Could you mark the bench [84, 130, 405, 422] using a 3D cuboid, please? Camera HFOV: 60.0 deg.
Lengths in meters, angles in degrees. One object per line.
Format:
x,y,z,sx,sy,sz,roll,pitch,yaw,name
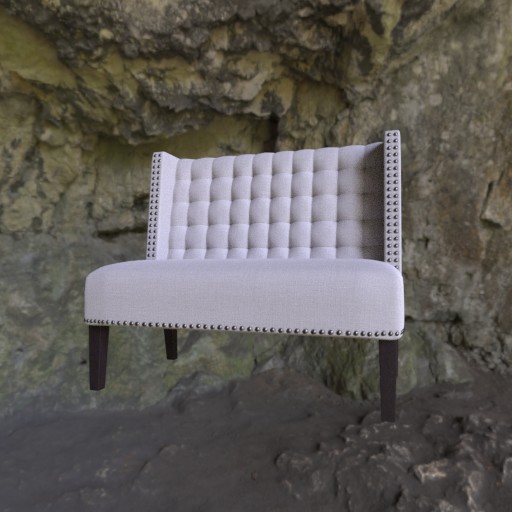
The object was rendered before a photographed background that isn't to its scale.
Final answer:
0.000,0.000,2.017,1.280,1.123,0.847,0,-1,18,bench
